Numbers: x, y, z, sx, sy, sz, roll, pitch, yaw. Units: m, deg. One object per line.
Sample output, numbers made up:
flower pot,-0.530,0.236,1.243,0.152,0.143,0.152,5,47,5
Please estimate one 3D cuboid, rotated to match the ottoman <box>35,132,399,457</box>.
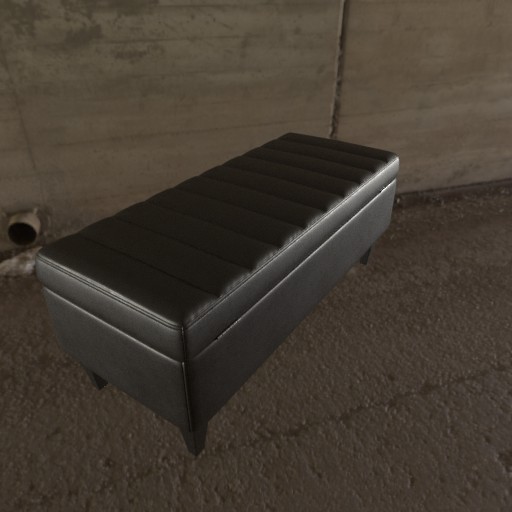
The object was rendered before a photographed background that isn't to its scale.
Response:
ottoman,0.000,0.000,1.404,0.482,0.469,1.151,20,37,29
